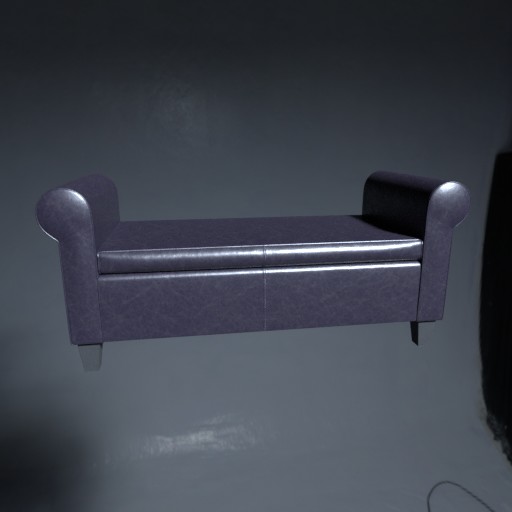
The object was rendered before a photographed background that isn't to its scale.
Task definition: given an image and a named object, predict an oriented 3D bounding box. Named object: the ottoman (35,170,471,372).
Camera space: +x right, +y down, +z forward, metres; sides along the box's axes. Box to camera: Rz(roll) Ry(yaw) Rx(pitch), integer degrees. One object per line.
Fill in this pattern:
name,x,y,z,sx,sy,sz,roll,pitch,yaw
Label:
ottoman,0.000,0.000,1.550,1.256,0.547,0.521,-2,15,-9
